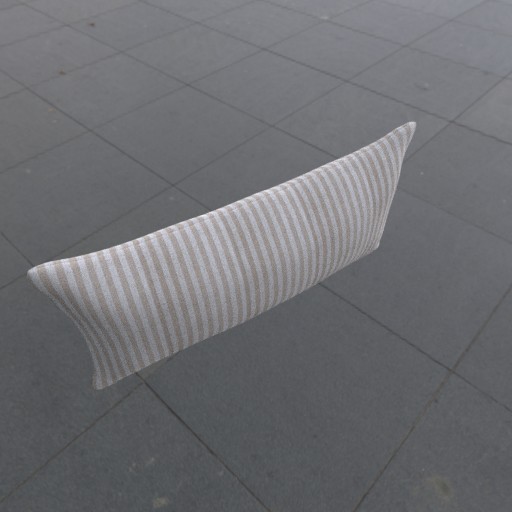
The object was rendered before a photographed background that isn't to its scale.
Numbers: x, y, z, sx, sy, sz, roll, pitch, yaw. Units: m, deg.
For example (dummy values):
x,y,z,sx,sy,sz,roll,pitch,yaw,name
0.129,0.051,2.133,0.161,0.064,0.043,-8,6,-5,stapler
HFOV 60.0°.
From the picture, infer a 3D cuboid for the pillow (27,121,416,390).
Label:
x,y,z,sx,sy,sz,roll,pitch,yaw,name
0.000,0.000,0.720,0.617,0.295,0.151,-24,52,-21,pillow
